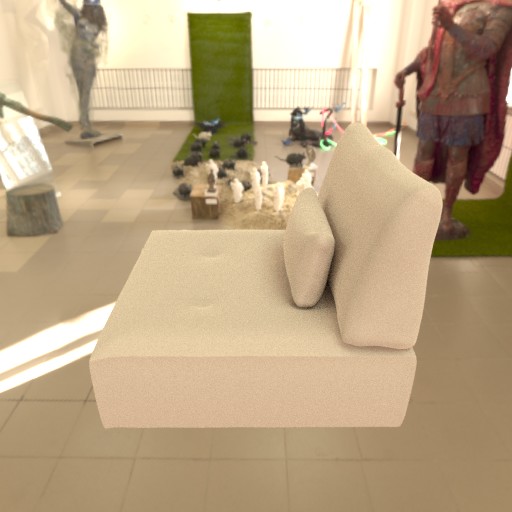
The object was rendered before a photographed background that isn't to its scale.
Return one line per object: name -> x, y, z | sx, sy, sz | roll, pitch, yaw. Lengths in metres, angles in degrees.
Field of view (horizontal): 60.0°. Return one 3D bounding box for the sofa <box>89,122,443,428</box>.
sofa -> 0.000, 0.000, 1.671 | 1.000, 0.828, 0.935 | 0, 27, 0
